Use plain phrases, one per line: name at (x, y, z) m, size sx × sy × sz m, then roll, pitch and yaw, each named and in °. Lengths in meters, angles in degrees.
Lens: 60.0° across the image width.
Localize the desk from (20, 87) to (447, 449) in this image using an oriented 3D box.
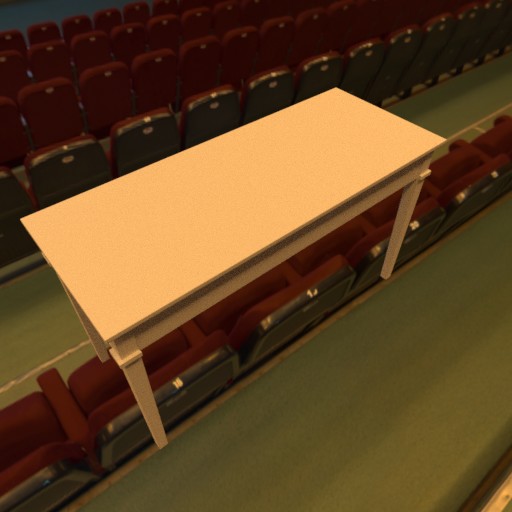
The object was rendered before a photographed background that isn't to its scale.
desk at (0.000, 0.000, 1.758) m, size 1.372 × 0.774 × 0.559 m, roll -31°, pitch 53°, yaw -27°
